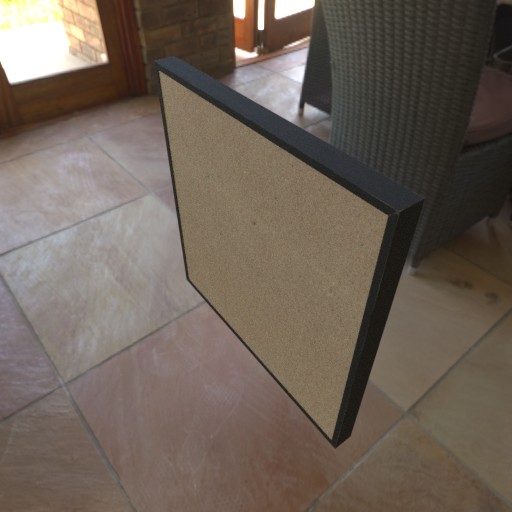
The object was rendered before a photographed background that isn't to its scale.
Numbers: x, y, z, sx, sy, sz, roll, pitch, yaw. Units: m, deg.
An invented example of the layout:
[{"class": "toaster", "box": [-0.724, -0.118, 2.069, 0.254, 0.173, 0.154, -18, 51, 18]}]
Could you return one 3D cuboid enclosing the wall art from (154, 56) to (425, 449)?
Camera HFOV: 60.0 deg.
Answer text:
[{"class": "wall art", "box": [0.000, 0.000, 0.750, 0.038, 0.508, 0.508, -27, 49, -26]}]
